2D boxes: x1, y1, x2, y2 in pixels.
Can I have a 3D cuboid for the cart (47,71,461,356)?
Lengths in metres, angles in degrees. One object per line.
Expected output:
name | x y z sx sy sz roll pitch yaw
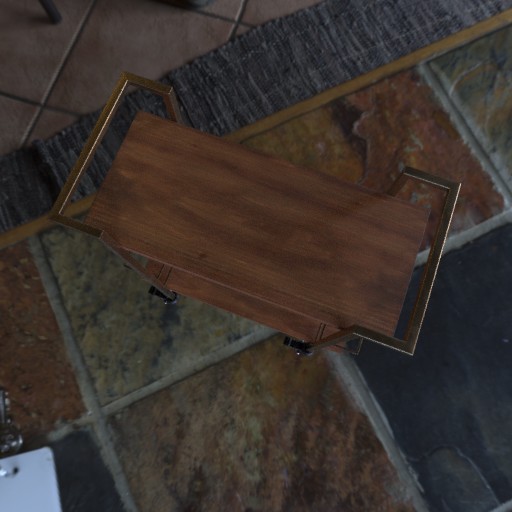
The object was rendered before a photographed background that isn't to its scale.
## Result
cart | 0.000 0.000 1.198 0.695 0.807 0.364 20 77 5
